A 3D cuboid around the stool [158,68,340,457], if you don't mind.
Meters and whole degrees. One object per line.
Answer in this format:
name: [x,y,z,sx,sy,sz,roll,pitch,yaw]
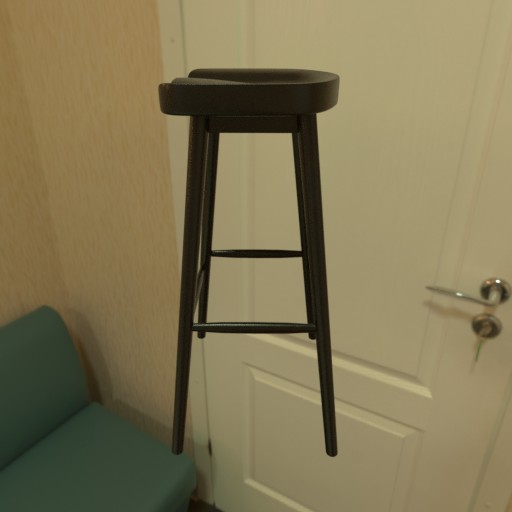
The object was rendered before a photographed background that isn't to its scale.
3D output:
stool: [0.000,0.000,0.986,0.361,0.749,0.440,0,26,1]
